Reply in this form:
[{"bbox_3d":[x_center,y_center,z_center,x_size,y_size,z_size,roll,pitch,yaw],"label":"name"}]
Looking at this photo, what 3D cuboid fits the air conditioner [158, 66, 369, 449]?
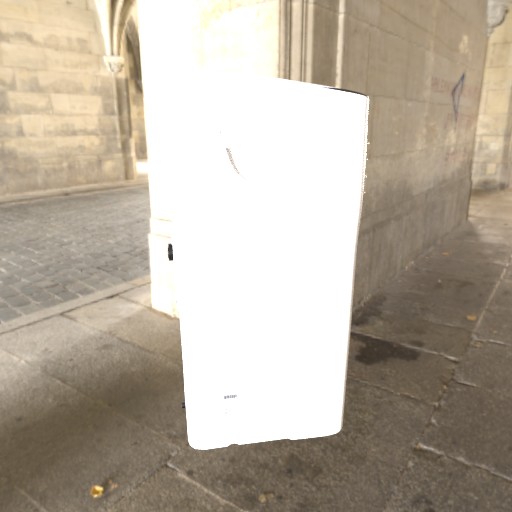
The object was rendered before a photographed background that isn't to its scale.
[{"bbox_3d":[0.000,0.000,0.938,0.369,0.716,0.352,-3,17,-10],"label":"air conditioner"}]
